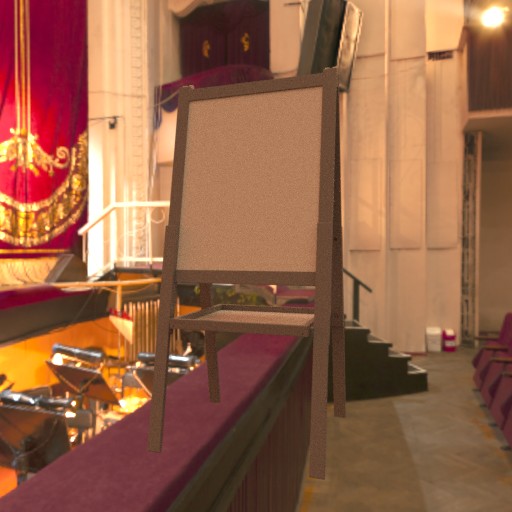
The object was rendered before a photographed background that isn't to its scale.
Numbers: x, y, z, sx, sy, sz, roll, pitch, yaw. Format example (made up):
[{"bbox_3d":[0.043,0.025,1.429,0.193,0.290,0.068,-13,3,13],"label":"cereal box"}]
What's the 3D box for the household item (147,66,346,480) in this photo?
[{"bbox_3d":[0.000,0.000,1.461,0.531,1.172,0.469,0,1,18],"label":"household item"}]
